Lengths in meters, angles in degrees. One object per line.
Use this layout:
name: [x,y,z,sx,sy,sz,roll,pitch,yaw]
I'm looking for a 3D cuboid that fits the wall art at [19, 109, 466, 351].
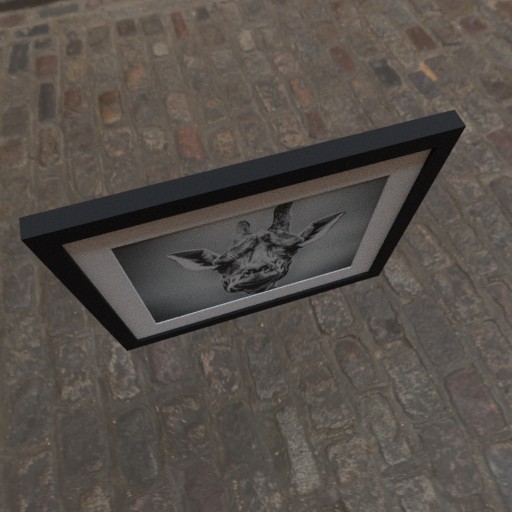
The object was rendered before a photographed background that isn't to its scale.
wall art: [0.000,0.000,0.741,0.558,0.457,0.031,-16,64,-8]
